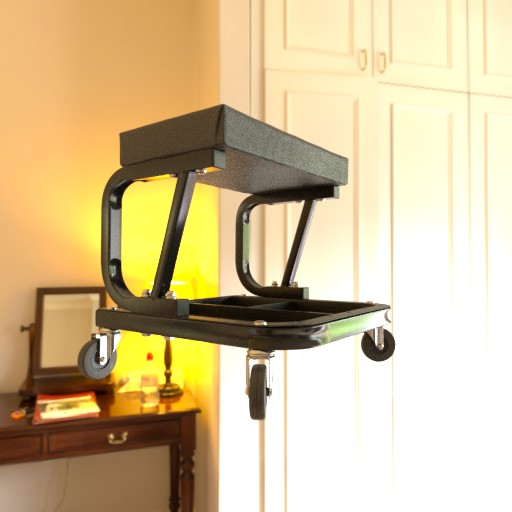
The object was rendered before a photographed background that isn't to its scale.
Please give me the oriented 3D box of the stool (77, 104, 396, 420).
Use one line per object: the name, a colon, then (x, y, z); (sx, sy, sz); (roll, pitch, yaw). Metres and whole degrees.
stool: (0.000, 0.000, 0.746); (0.371, 0.380, 0.446); (-1, -1, 36)
